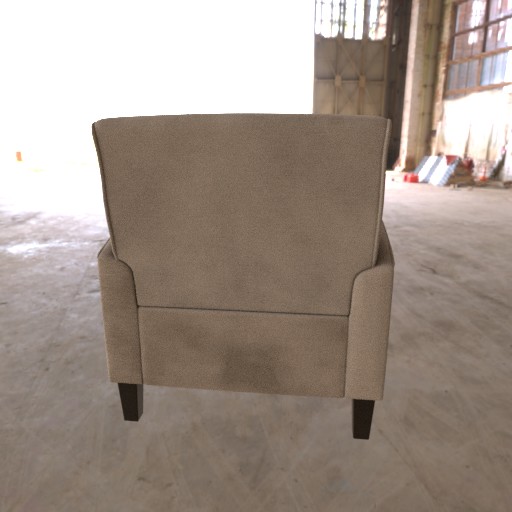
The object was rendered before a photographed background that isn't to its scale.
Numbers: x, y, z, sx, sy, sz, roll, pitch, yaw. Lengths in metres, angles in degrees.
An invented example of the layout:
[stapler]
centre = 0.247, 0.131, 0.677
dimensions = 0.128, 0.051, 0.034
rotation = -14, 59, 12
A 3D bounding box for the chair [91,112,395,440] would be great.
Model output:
[chair]
centre = 0.000, 0.000, 1.544
dimensions = 0.820, 0.915, 0.821
rotation = 2, 15, 7
